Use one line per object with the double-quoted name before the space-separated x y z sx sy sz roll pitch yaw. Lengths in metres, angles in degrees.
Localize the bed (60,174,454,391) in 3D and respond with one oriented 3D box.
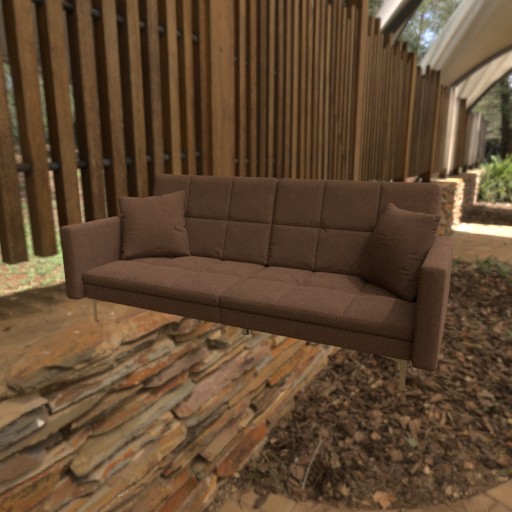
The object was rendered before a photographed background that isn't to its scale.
"bed" 0.000 0.000 2.367 1.905 0.787 0.889 7 15 25
